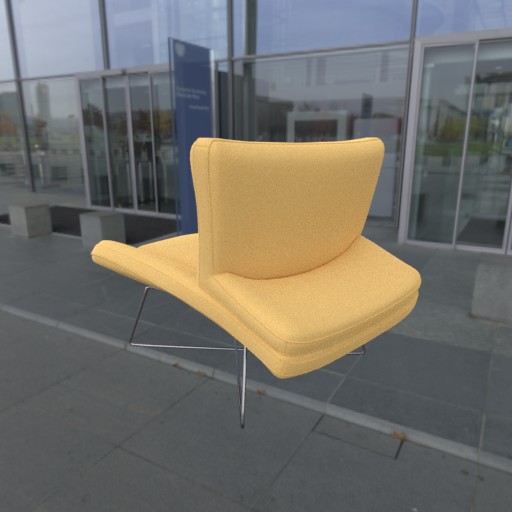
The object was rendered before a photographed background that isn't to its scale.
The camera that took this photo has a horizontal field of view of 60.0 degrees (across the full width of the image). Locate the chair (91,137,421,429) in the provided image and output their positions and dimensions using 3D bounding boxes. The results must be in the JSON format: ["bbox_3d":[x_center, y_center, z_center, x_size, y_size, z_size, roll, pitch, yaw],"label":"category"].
[{"bbox_3d":[0.000,0.000,1.655,0.859,0.855,1.008,-14,21,-43],"label":"chair"}]
